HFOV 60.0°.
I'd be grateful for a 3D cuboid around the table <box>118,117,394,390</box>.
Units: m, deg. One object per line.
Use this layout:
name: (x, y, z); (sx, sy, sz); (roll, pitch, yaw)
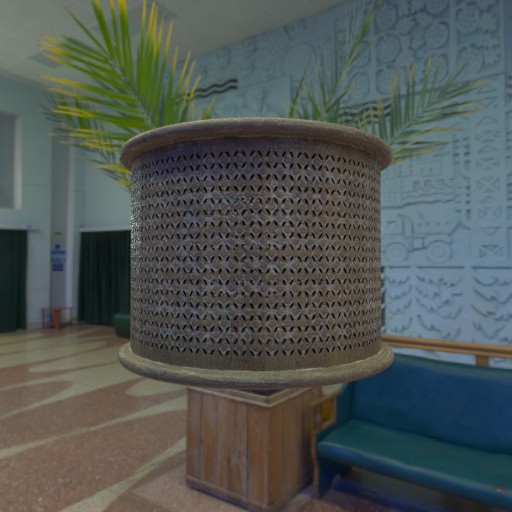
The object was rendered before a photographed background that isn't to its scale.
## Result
table: (0.000, 0.000, 1.025); (0.607, 0.450, 0.607); (0, -1, 0)
